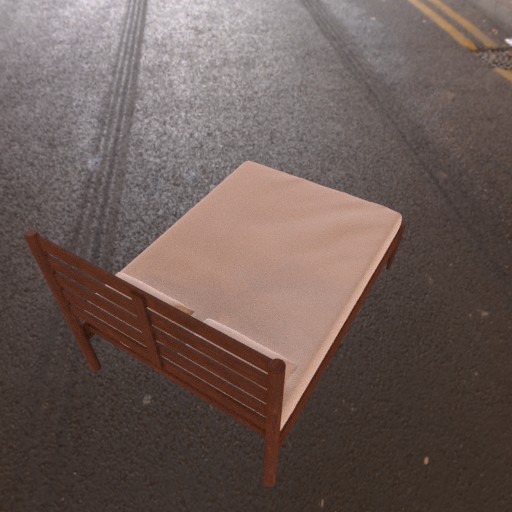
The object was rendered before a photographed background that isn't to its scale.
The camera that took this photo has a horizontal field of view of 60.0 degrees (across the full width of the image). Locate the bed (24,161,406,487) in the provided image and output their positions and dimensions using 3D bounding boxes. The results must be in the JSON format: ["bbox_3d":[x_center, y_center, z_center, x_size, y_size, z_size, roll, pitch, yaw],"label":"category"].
[{"bbox_3d":[0.000,0.000,3.051,1.509,1.304,2.093,24,50,22],"label":"bed"}]
